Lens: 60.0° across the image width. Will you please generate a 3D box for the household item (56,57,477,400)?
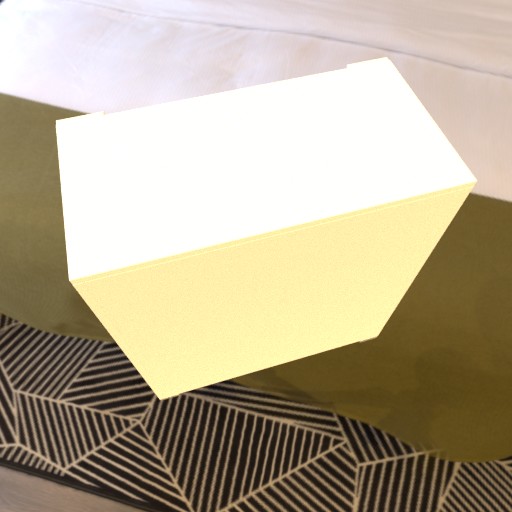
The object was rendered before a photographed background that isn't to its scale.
[{"bbox_3d":[0.000,0.000,1.305,0.800,0.870,0.420,-14,60,-8],"label":"household item"}]
